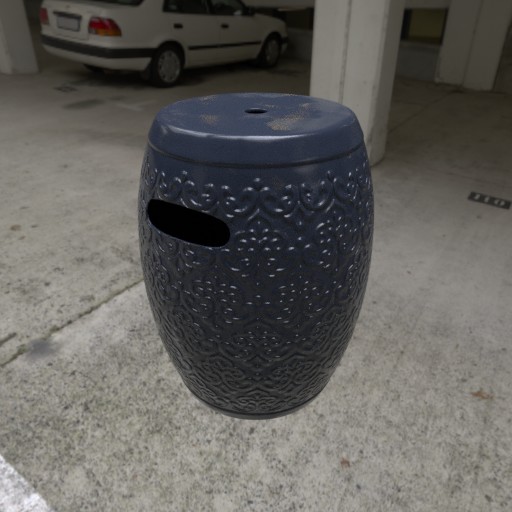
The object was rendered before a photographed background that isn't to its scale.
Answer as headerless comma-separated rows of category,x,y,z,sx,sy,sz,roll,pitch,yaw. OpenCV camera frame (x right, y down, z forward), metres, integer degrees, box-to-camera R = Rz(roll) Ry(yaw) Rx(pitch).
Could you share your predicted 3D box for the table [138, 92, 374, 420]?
table,0.000,0.000,0.617,0.309,0.397,0.309,0,30,0
